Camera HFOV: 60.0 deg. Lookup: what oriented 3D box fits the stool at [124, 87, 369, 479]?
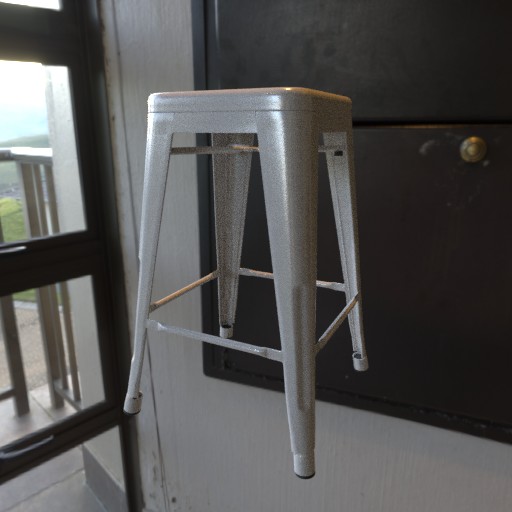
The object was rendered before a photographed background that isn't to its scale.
[{"bbox_3d":[0.000,0.000,0.893,0.406,0.610,0.406,8,18,26],"label":"stool"}]
